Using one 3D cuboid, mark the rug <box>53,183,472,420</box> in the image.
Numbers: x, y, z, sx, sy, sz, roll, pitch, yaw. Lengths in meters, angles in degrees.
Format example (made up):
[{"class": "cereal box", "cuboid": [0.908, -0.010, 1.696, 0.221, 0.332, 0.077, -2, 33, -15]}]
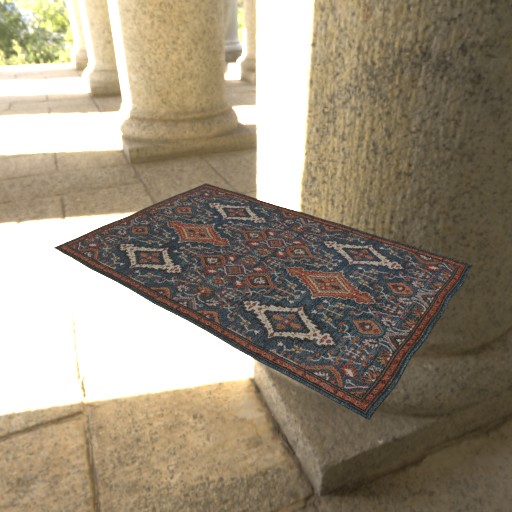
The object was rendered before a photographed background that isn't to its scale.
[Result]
[{"class": "rug", "cuboid": [0.000, 0.000, 4.188, 3.371, 0.008, 2.190, 21, 37, 32]}]
